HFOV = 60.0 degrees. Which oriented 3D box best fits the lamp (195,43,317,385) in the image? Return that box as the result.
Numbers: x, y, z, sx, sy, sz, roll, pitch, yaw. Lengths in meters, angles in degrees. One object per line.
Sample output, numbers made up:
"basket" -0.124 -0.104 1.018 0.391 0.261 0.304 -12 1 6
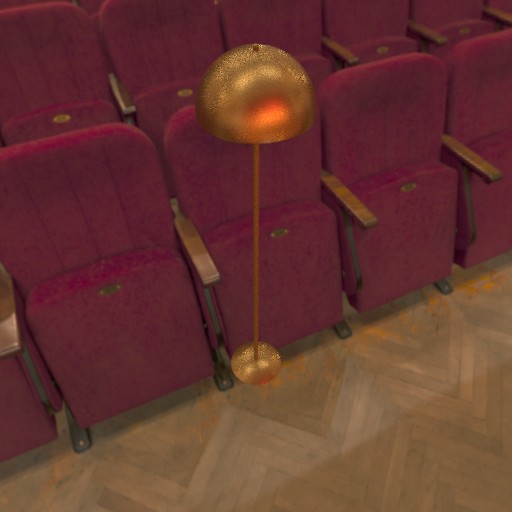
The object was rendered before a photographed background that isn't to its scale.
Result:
"lamp" 0.000 0.000 1.609 0.328 1.480 0.328 -18 49 -17
